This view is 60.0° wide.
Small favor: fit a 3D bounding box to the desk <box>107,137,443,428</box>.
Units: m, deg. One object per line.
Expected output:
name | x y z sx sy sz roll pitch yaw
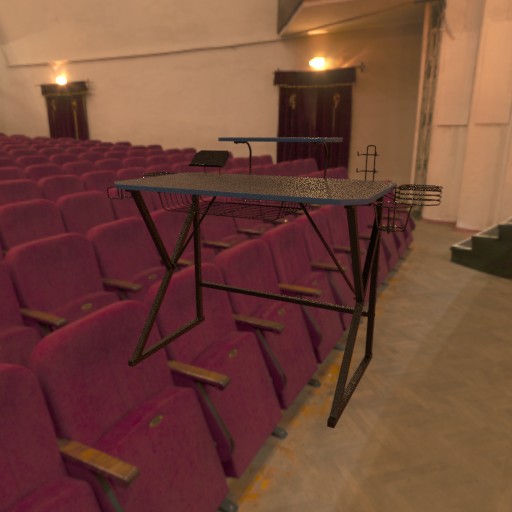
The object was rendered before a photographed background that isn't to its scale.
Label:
desk | 0.000 0.000 1.769 1.295 0.909 0.594 8 17 26
